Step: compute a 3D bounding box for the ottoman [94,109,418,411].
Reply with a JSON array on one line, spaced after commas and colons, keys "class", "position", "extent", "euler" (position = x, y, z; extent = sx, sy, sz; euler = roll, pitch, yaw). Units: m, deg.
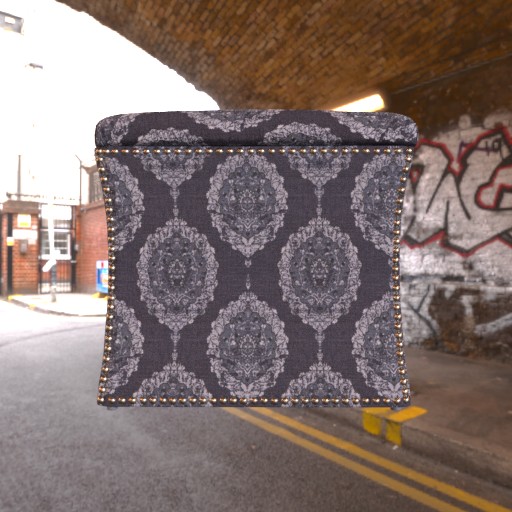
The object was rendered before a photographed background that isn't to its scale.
[{"class": "ottoman", "position": [0.000, 0.000, 0.896], "extent": [0.507, 0.475, 0.497], "euler": [0, -1, 0]}]
